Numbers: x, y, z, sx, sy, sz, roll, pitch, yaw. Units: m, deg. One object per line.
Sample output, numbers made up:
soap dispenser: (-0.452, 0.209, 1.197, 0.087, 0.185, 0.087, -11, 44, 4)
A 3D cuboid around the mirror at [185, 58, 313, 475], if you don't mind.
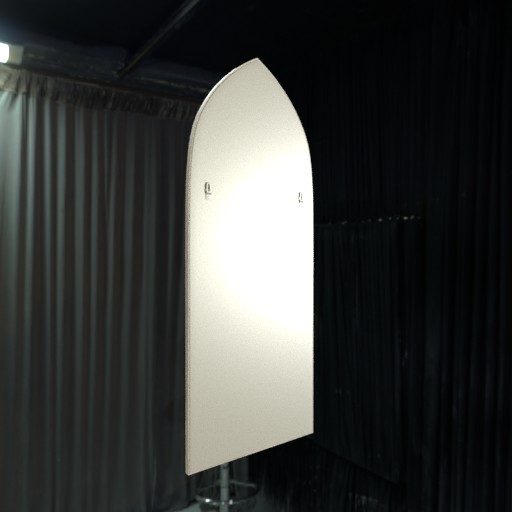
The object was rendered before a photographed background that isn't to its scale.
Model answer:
mirror: (0.000, 0.000, 1.327, 0.464, 1.175, 0.025, -1, 1, -37)
